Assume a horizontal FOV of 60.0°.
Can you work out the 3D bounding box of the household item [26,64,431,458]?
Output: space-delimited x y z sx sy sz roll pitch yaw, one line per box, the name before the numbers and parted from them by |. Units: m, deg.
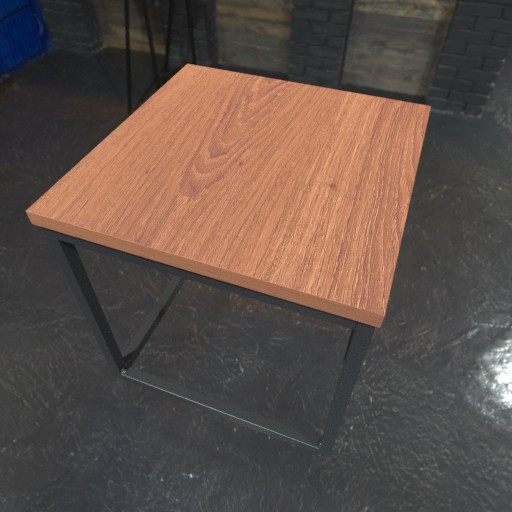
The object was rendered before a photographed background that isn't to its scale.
household item | 0.000 0.000 0.721 0.400 0.400 0.400 16 49 14
